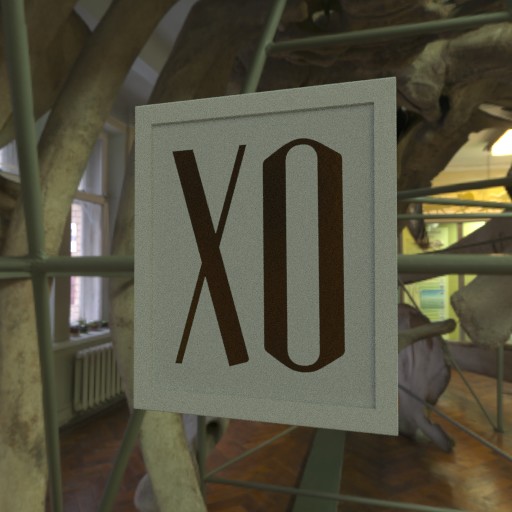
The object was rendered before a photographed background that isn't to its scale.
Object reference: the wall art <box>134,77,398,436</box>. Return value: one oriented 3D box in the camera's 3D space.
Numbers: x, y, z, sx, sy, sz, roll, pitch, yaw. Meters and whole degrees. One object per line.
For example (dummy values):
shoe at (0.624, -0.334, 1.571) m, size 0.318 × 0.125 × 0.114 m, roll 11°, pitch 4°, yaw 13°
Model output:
wall art at (0.000, 0.000, 0.733) m, size 0.444 × 0.536 × 0.020 m, roll 0°, pitch -1°, yaw 16°
